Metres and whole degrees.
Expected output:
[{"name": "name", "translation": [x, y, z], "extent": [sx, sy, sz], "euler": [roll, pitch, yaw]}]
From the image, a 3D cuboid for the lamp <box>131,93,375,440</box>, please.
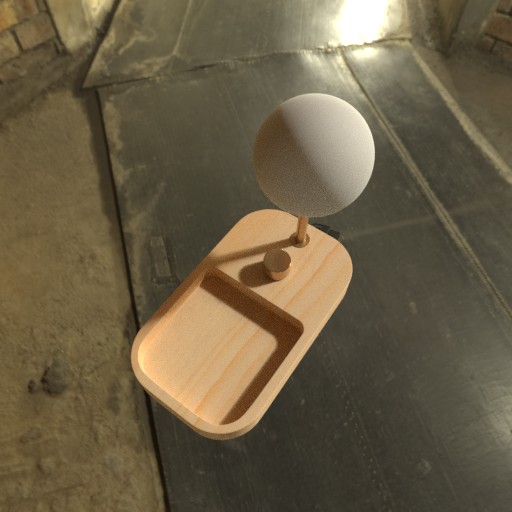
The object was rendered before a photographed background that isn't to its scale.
[{"name": "lamp", "translation": [0.000, 0.000, 0.474], "extent": [0.173, 0.253, 0.331], "euler": [31, 63, 18]}]
